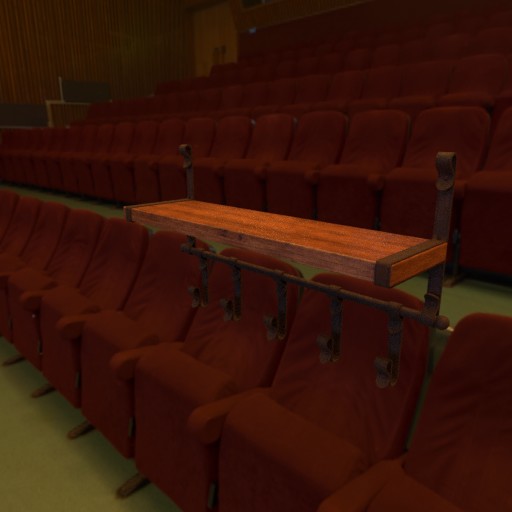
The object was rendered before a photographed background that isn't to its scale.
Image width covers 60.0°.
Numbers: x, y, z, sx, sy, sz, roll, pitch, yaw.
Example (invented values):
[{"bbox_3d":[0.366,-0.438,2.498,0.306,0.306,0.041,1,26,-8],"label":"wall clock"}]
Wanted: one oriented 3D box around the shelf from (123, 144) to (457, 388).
[{"bbox_3d":[0.000,0.000,0.700,0.567,0.330,0.146,15,21,42],"label":"shelf"}]
